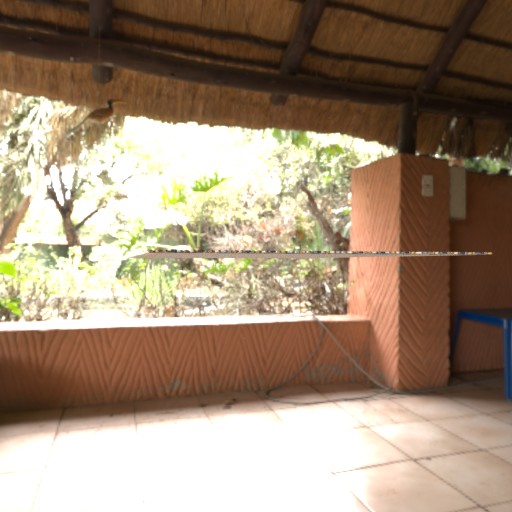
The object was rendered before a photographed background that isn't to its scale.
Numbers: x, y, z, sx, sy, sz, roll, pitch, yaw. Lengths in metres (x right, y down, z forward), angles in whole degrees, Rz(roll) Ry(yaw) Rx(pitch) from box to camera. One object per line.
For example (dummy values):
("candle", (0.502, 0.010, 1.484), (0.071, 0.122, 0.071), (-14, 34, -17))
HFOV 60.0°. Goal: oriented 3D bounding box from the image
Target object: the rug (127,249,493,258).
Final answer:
("rug", (0.000, 0.000, 2.285), (1.230, 0.008, 1.827), (0, -1, -18))
